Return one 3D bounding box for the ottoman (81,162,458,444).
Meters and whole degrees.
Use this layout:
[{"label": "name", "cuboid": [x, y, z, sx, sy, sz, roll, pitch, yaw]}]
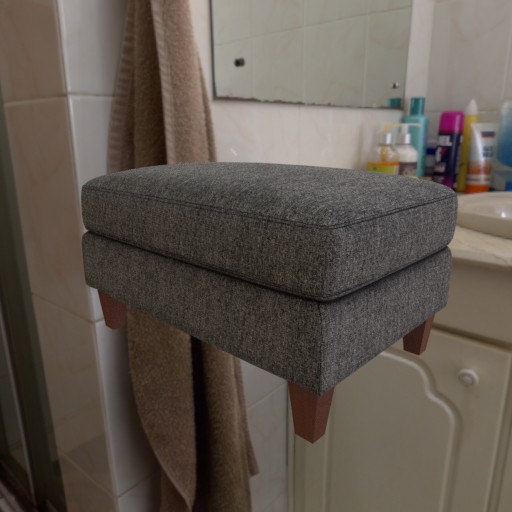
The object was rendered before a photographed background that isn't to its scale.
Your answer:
[{"label": "ottoman", "cuboid": [0.000, 0.000, 1.199, 0.864, 0.483, 0.584, 14, 21, 41]}]
